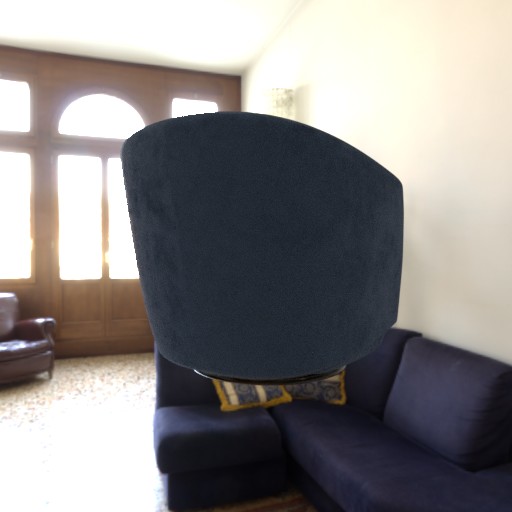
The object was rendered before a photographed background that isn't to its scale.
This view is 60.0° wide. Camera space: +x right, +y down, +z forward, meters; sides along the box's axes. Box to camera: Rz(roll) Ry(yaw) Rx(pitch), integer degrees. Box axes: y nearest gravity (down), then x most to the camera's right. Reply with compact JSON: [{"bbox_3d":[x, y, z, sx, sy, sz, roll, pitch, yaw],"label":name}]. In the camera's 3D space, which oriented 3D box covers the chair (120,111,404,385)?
[{"bbox_3d":[0.000,0.000,1.386,0.773,0.698,0.767,1,1,35],"label":"chair"}]
